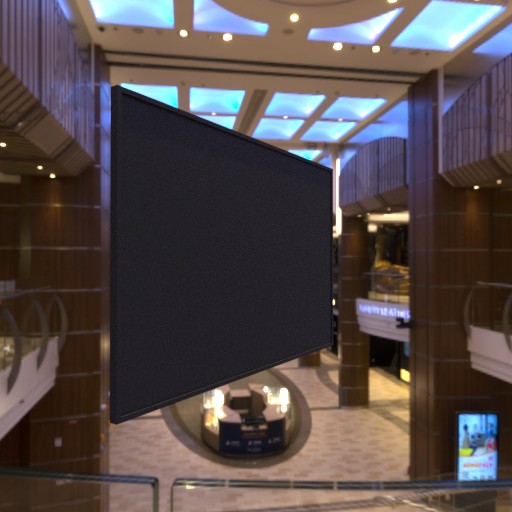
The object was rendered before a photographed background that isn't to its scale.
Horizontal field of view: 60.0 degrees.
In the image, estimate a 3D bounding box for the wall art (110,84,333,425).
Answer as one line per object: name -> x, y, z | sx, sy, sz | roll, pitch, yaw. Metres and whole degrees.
wall art -> 0.000, 0.000, 1.543 | 0.028, 0.805, 1.190 | 0, -1, 35
